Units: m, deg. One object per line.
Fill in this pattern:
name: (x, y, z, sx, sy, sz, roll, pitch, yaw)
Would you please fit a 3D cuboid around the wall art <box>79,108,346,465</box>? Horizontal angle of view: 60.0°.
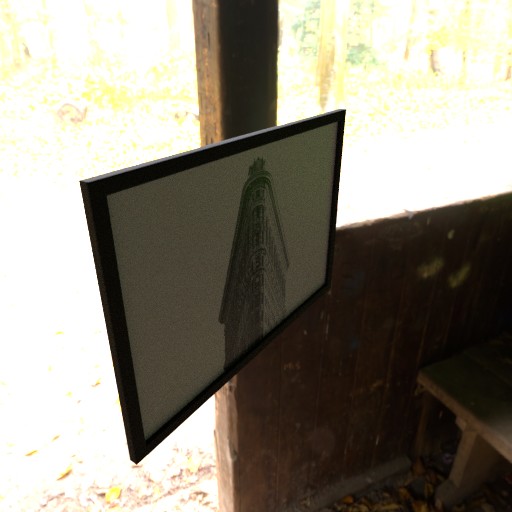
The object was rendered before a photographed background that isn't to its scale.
wall art: (0.000, 0.000, 1.207, 0.026, 0.656, 0.958, 18, 32, 31)
